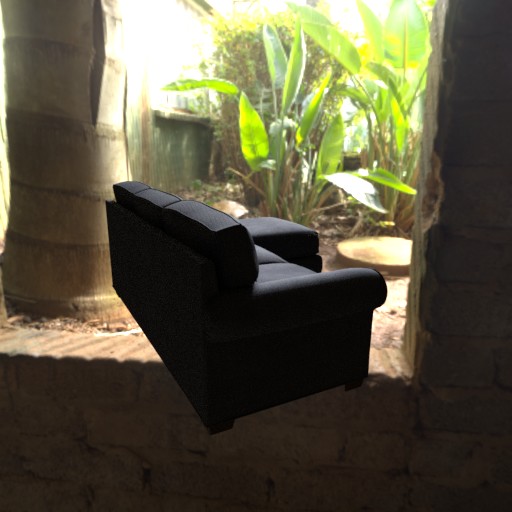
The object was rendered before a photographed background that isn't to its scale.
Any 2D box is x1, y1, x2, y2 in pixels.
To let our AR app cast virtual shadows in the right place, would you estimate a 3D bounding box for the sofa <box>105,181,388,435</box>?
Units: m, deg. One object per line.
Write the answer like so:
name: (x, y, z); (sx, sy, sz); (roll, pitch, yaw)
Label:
sofa: (0.000, 0.000, 3.397); (1.780, 1.063, 2.567); (-8, 17, -27)
